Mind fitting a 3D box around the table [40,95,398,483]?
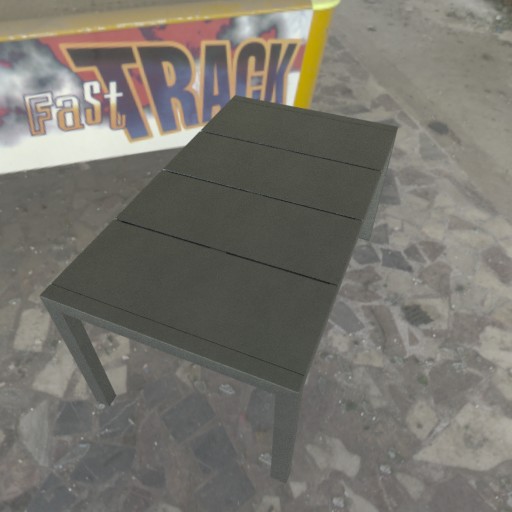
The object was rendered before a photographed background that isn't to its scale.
[{"bbox_3d":[0.000,0.000,1.302,0.559,0.460,0.965,16,48,16],"label":"table"}]
